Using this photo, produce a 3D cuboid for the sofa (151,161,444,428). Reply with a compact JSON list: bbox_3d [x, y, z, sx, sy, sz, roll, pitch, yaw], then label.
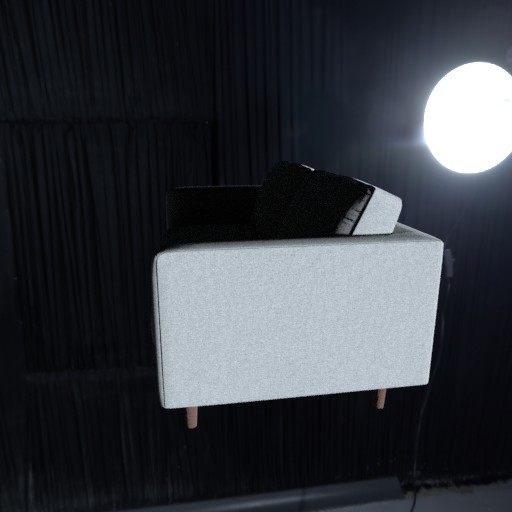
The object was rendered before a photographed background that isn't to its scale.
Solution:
[{"bbox_3d":[0.000,0.000,2.299,1.000,0.900,1.731,-3,15,-9],"label":"sofa"}]
